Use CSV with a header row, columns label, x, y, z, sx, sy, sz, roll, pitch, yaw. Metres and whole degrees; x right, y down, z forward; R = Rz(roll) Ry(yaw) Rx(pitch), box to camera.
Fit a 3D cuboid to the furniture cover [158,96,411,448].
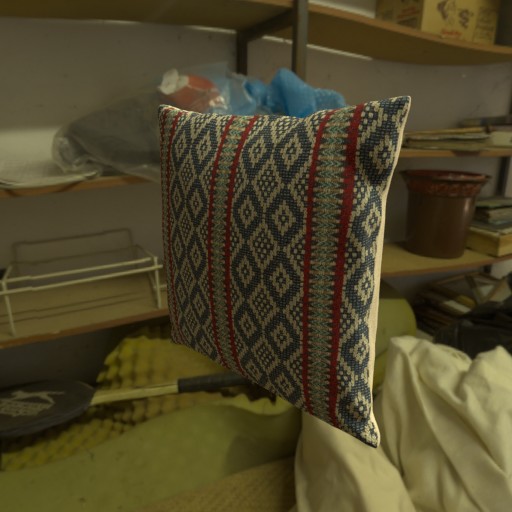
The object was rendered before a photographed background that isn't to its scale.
label,x,y,z,sx,sy,sz,roll,pitch,yaw
furniture cover,0.000,0.000,0.651,0.431,0.431,0.139,15,22,41
